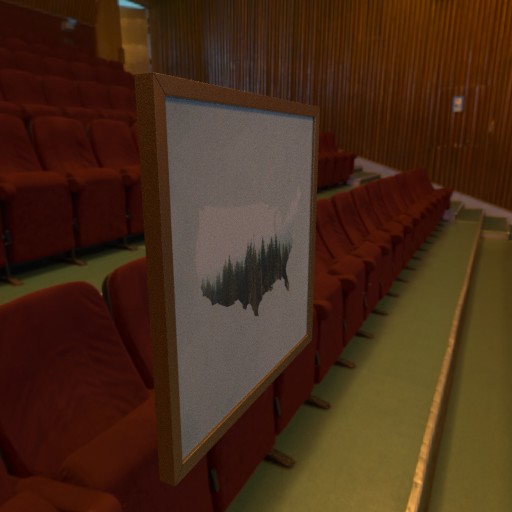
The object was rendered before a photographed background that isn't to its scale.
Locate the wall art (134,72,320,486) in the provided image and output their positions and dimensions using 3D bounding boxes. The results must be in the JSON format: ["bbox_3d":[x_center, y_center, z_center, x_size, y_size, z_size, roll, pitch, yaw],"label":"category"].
[{"bbox_3d":[0.000,0.000,1.115,0.038,0.762,0.762,7,16,27],"label":"wall art"}]
